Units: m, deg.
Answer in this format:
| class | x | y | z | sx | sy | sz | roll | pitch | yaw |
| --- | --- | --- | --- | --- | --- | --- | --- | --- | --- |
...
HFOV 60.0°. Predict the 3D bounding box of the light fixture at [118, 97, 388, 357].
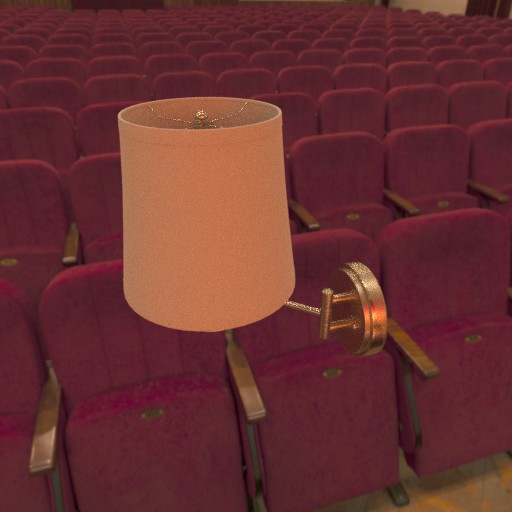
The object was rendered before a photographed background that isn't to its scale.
| class | x | y | z | sx | sy | sz | roll | pitch | yaw |
| --- | --- | --- | --- | --- | --- | --- | --- | --- | --- |
| light fixture | 0.000 | 0.000 | 0.591 | 0.348 | 0.381 | 0.223 | -8 | 30 | -14 |
